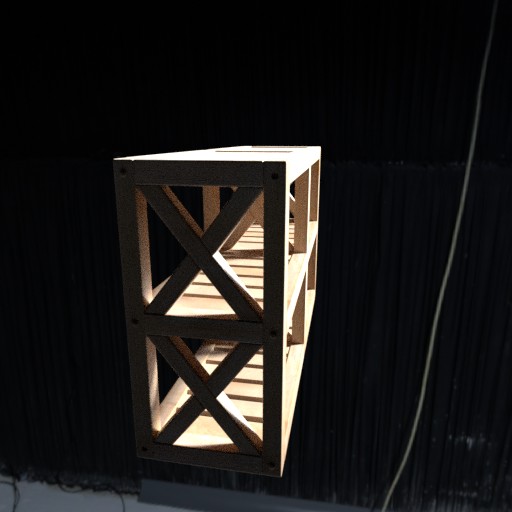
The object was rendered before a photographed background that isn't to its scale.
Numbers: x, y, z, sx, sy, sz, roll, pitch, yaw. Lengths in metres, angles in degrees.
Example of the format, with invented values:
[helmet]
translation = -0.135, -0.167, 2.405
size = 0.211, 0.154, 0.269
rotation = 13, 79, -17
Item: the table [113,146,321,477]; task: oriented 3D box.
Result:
[table]
translation = 0.000, 0.000, 1.642
size = 0.381, 0.762, 1.320
rotation = 3, 15, 11
